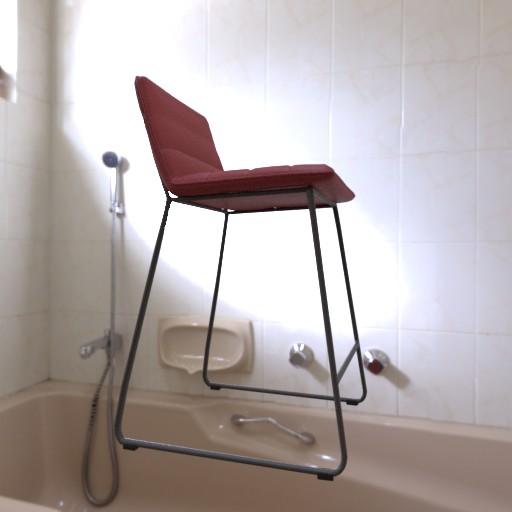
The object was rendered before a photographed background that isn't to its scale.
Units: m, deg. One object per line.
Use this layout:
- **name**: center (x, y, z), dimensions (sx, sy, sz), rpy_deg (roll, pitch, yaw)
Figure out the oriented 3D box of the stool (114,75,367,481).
- **stool**: center (0.000, 0.000, 1.147), dimensions (0.524, 0.866, 0.489), rpy_deg (0, 0, 19)
